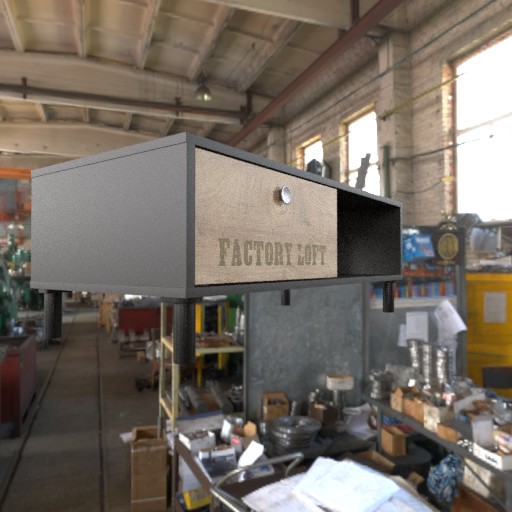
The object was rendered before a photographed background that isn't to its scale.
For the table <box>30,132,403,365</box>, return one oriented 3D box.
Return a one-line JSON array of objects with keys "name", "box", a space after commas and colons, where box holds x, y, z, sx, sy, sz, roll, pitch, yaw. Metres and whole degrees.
[{"name": "table", "box": [0.000, 0.000, 1.343, 0.550, 0.400, 1.100, -1, -1, 37]}]
